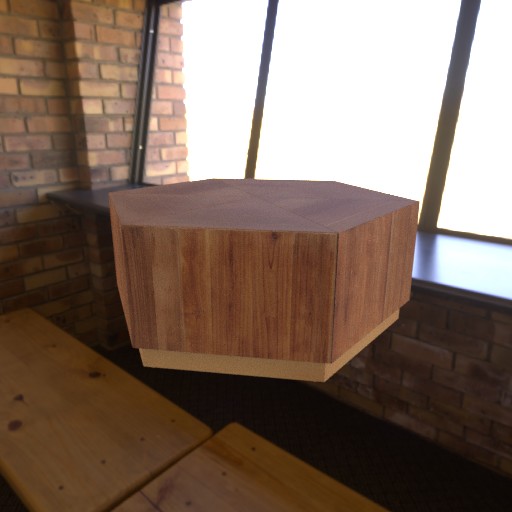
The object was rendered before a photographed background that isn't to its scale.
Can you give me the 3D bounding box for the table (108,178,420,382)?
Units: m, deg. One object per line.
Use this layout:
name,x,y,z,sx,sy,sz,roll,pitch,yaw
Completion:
table,0.000,0.000,1.691,1.154,0.456,1.000,3,17,8
